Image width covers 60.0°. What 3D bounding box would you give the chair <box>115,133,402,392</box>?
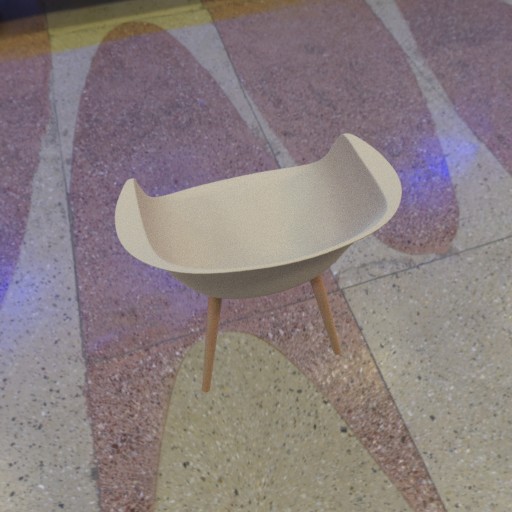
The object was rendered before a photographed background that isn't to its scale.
[{"bbox_3d":[0.000,0.000,1.180,0.593,0.781,0.504,-14,60,-8],"label":"chair"}]
